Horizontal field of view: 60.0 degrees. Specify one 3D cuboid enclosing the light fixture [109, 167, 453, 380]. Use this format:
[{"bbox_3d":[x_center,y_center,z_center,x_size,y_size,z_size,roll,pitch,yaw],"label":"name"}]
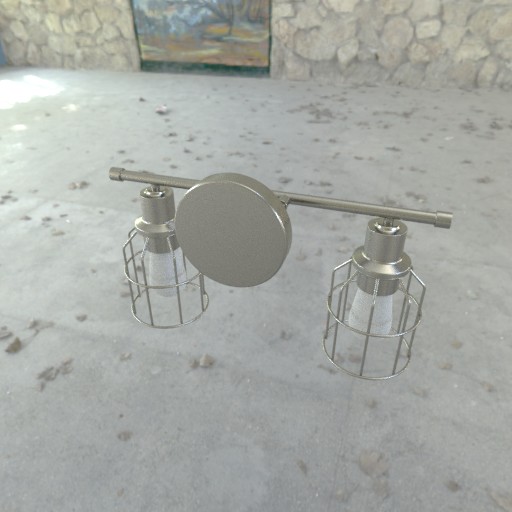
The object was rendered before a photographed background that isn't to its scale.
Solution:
[{"bbox_3d":[0.000,0.000,0.528,0.406,0.254,0.165,10,33,16],"label":"light fixture"}]
